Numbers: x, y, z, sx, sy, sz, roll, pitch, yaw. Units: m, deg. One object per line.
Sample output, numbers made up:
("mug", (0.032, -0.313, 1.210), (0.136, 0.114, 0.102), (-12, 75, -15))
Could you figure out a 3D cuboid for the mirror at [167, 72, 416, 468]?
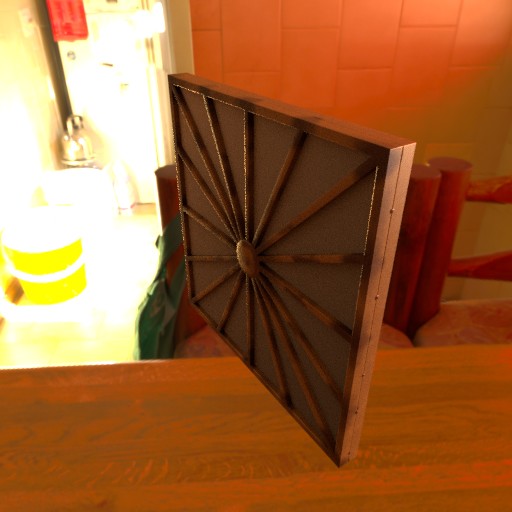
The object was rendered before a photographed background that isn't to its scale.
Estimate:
("mirror", (0.000, 0.000, 0.744), (0.042, 0.507, 0.509), (-20, 36, -29))
